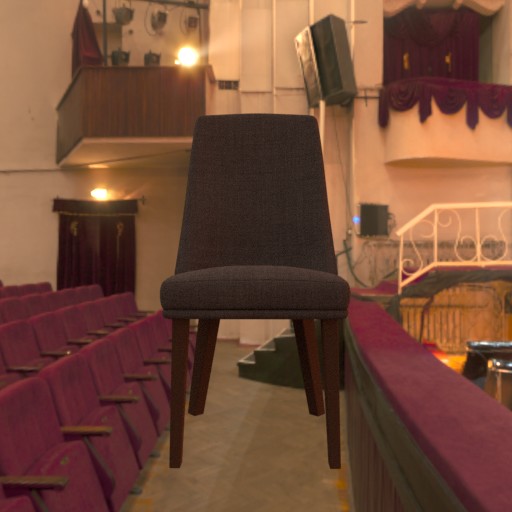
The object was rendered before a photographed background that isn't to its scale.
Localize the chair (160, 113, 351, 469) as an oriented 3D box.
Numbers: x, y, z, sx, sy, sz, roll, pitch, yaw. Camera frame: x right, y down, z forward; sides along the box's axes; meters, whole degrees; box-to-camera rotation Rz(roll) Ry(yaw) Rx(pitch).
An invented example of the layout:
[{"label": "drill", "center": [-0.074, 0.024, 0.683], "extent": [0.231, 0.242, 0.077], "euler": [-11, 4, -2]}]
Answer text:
[{"label": "chair", "center": [0.000, 0.000, 1.351], "extent": [0.510, 1.050, 0.577], "euler": [0, 0, 1]}]
